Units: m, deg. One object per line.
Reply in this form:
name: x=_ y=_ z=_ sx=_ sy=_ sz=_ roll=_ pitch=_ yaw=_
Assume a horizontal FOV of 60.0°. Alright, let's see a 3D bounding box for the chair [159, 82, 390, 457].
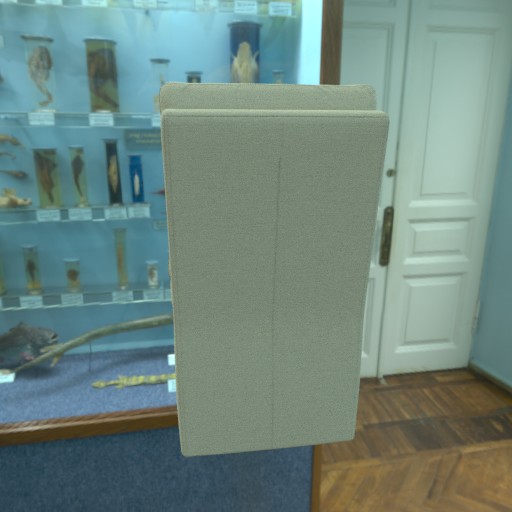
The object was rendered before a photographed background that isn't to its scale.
chair: x=0.000 y=0.000 z=1.324 sx=0.503 sy=0.927 sz=0.698 roll=-2 pitch=16 yaw=-8
